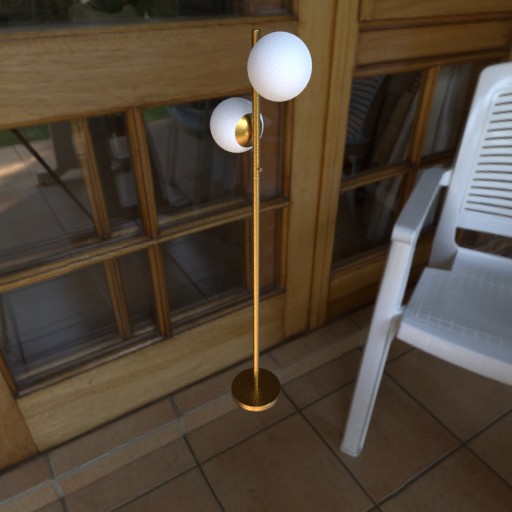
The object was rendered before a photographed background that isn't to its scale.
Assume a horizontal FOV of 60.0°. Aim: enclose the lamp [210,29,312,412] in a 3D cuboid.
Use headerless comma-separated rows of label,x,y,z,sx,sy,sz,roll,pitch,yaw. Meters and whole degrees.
lamp,0.000,0.000,1.784,0.249,1.641,0.419,-23,40,-30
